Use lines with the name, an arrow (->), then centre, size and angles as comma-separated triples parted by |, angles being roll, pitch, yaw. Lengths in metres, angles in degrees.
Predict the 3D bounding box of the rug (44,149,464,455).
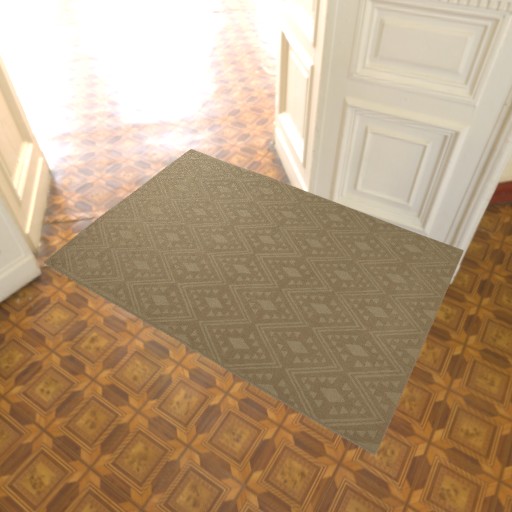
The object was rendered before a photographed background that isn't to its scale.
rug -> 0.000, 0.000, 2.331 | 1.829, 0.034, 1.252 | 25, 51, 21
